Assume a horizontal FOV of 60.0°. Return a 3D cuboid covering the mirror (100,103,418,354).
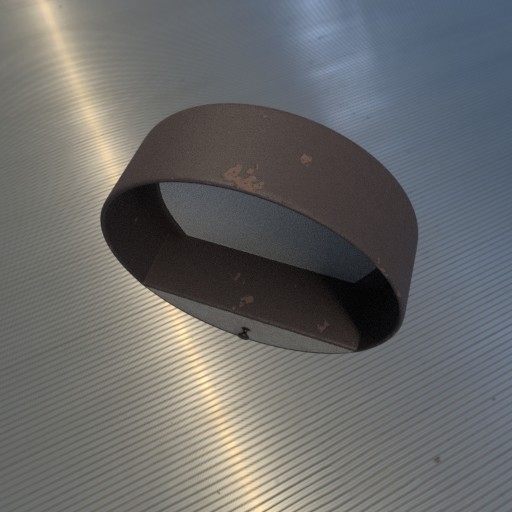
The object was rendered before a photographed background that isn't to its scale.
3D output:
[{"bbox_3d":[0.000,0.000,0.578,0.386,0.386,0.126,16,61,9],"label":"mirror"}]
